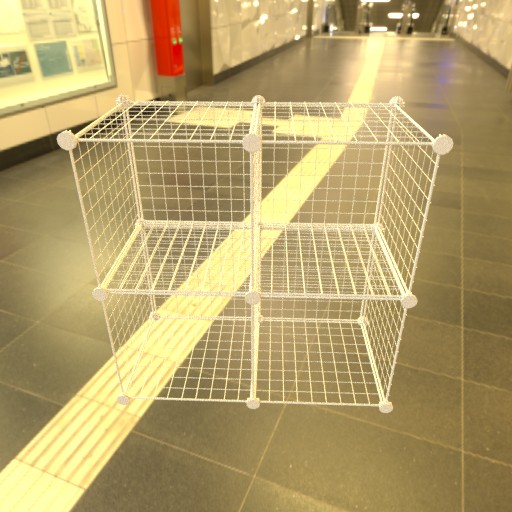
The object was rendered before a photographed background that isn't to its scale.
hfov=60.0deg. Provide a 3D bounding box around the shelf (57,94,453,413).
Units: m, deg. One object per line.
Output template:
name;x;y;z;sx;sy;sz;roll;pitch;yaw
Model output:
shelf;0.000;0.000;1.121;0.711;0.711;0.356;1;30;2
